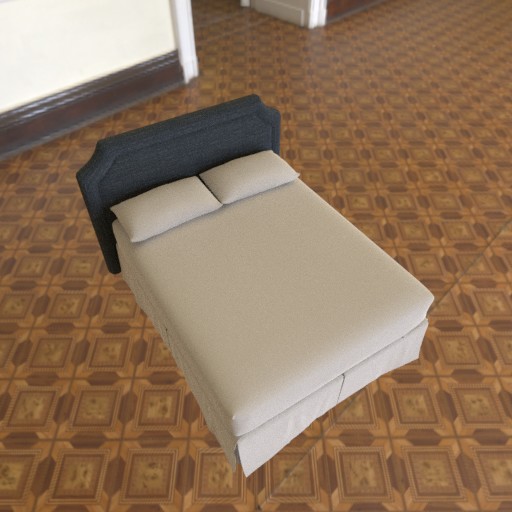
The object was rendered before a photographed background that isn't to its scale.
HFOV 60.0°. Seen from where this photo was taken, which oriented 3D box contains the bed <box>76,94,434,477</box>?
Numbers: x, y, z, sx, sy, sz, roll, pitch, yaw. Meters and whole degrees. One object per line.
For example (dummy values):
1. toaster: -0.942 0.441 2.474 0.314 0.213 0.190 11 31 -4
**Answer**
1. bed: 0.000 0.000 3.304 1.828 1.297 2.208 -25 51 -22
